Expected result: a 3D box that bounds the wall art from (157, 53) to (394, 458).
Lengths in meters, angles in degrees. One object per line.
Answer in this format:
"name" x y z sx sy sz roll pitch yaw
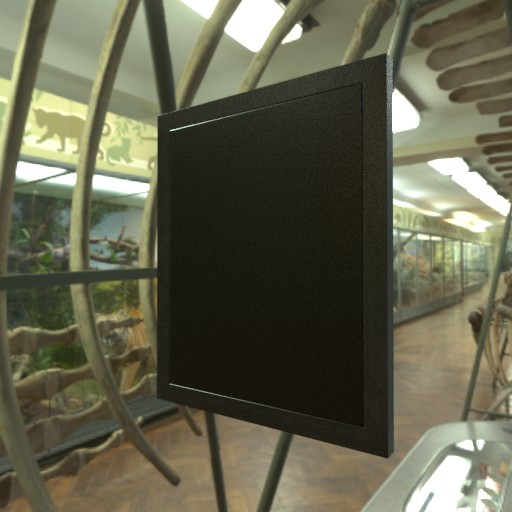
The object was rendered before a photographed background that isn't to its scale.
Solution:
"wall art" 0.000 0.000 0.783 0.479 0.580 0.027 0 -1 35
